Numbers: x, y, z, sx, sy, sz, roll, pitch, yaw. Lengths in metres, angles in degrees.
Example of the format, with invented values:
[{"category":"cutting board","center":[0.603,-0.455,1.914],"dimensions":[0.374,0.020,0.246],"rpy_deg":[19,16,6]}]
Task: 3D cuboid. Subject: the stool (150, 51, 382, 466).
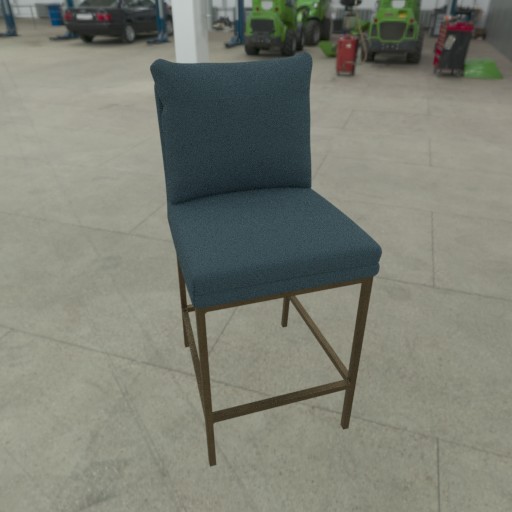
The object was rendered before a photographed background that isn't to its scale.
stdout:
[{"category":"stool","center":[0.000,0.000,1.288],"dimensions":[0.463,1.032,0.568],"rpy_deg":[-9,32,-15]}]
